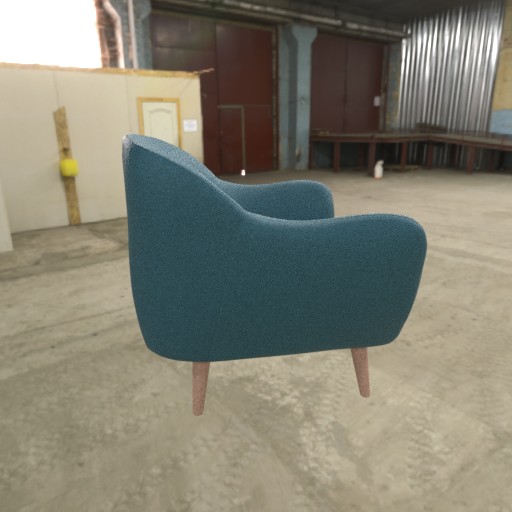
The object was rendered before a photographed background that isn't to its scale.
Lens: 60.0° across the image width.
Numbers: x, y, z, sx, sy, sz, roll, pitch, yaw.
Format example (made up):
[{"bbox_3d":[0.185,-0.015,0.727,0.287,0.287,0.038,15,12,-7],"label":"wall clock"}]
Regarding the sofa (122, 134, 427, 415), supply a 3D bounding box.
[{"bbox_3d":[0.000,0.000,1.538,0.825,0.817,0.836,-3,17,-10],"label":"sofa"}]
